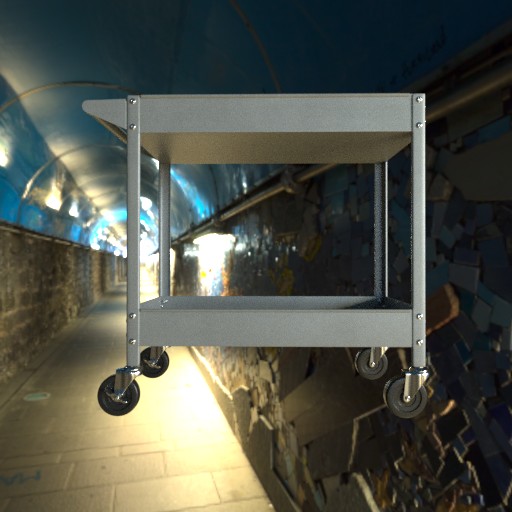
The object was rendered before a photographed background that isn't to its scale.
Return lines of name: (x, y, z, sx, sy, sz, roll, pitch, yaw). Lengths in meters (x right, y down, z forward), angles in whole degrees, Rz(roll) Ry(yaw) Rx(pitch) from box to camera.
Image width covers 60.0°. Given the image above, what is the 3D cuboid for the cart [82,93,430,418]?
cart: (0.000, 0.000, 1.148, 0.779, 0.719, 0.366, 0, 0, 1)
